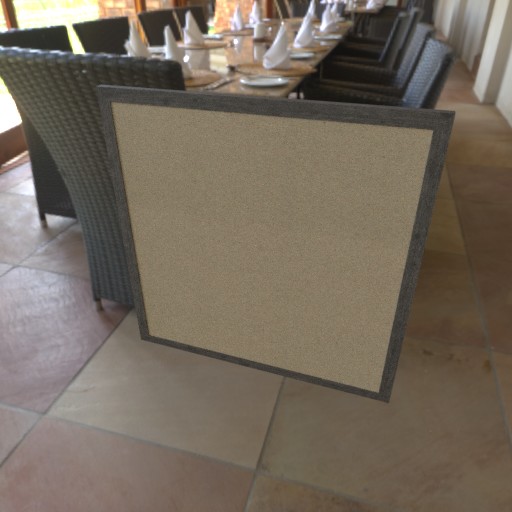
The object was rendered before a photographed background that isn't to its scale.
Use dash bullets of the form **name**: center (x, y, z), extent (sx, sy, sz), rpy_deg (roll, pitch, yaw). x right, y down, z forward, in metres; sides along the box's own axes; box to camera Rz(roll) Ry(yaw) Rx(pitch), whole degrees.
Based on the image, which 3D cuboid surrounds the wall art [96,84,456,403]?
- **wall art**: center (0.000, 0.000, 0.663), extent (0.457, 0.457, 0.013), rpy_deg (10, 33, 16)
